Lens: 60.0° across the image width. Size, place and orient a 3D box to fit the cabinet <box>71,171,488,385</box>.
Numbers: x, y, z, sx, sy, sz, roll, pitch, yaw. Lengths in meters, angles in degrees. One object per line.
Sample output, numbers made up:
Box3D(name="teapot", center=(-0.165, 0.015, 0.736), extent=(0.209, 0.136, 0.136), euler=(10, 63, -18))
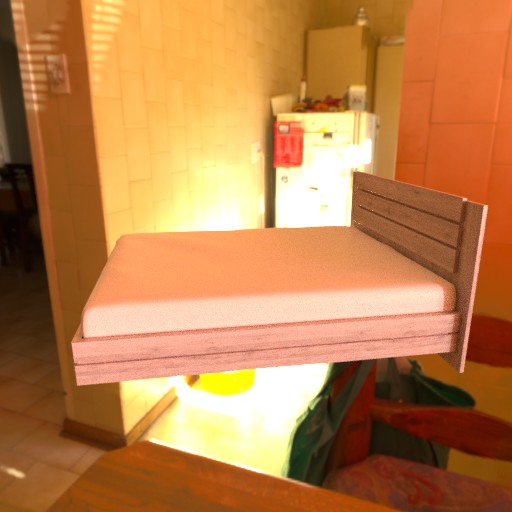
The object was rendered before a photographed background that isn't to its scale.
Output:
Box3D(name="cabinet", center=(0.000, 0.000, 3.030), extent=(2.080, 0.970, 1.750), euler=(-3, 17, -9))
